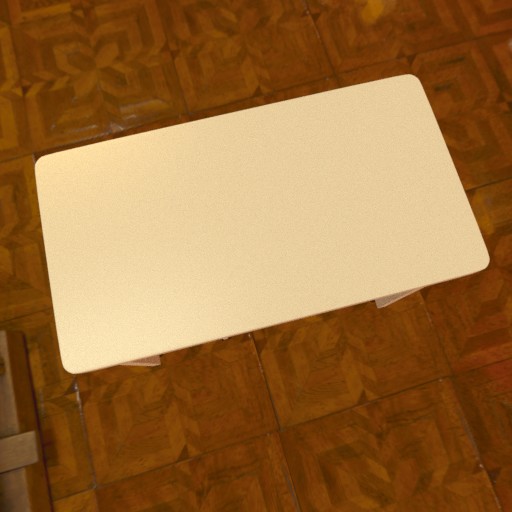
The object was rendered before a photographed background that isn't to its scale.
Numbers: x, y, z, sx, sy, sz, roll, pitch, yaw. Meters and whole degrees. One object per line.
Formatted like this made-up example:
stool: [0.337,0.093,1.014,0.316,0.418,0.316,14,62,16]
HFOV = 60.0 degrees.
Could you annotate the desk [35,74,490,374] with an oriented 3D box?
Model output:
desk: [0.000,0.000,1.295,0.877,0.763,0.475,-14,76,-3]
